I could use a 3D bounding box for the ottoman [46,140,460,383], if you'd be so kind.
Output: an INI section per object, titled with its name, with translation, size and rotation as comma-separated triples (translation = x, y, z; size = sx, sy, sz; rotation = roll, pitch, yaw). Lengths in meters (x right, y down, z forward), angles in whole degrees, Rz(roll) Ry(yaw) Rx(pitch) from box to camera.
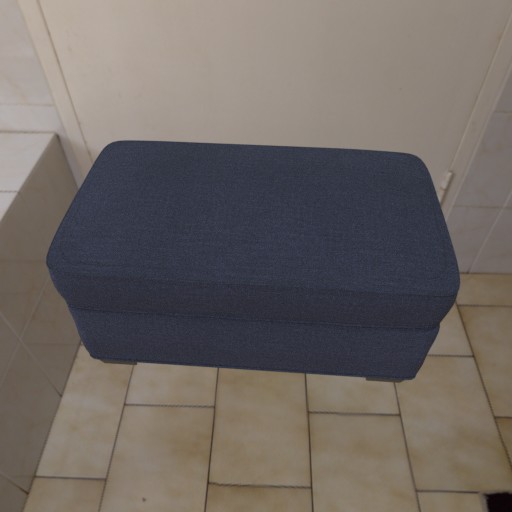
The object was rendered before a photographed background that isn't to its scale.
[ottoman]
translation = 0.000, 0.000, 1.205
size = 0.895, 0.453, 0.505
rotation = 3, 48, 3
